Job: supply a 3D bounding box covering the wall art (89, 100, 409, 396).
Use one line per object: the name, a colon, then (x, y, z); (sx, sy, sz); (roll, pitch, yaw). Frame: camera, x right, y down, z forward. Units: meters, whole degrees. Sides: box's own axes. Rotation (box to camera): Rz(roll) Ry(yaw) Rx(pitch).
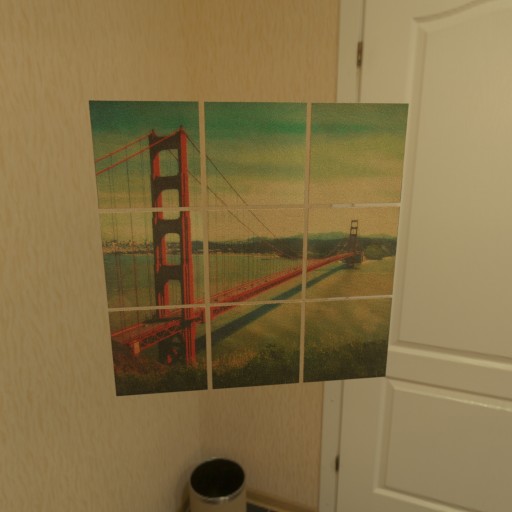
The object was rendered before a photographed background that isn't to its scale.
wall art: (0.000, 0.000, 2.291); (1.519, 1.507, 0.014); (-2, 15, -7)
